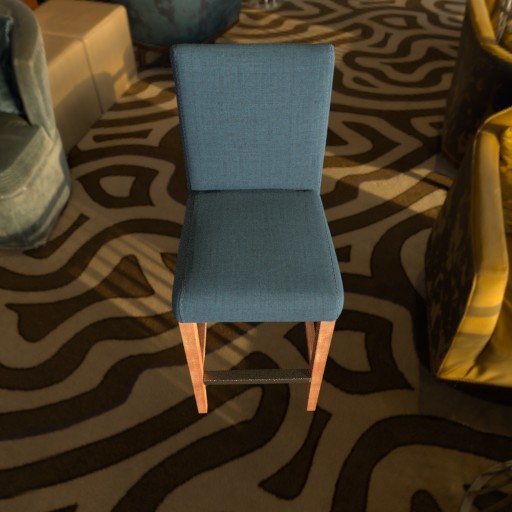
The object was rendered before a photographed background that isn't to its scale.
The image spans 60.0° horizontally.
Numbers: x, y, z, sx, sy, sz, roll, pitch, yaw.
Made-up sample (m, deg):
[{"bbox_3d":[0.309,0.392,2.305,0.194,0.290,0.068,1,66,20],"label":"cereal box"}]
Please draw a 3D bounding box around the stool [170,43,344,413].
[{"bbox_3d":[0.000,0.000,1.386,0.454,1.088,0.574,-1,48,-1],"label":"stool"}]
